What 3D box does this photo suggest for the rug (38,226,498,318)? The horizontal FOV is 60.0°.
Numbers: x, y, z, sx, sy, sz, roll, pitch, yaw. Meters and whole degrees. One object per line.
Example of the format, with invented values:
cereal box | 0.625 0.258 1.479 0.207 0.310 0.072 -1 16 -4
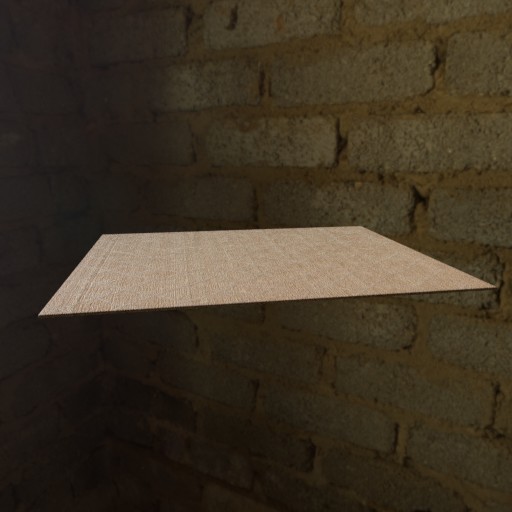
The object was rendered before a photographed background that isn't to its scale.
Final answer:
rug | 0.000 0.000 4.025 3.039 0.019 2.420 -2 14 -10
